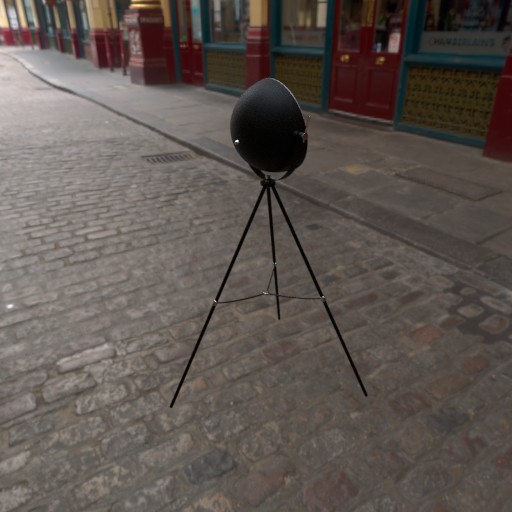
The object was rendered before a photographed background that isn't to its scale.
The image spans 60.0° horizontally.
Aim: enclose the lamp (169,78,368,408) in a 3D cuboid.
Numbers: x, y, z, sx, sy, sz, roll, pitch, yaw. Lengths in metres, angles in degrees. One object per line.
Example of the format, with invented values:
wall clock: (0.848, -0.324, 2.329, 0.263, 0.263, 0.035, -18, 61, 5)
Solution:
lamp: (0.000, 0.000, 2.038, 0.920, 1.512, 0.817, -17, 31, -30)
